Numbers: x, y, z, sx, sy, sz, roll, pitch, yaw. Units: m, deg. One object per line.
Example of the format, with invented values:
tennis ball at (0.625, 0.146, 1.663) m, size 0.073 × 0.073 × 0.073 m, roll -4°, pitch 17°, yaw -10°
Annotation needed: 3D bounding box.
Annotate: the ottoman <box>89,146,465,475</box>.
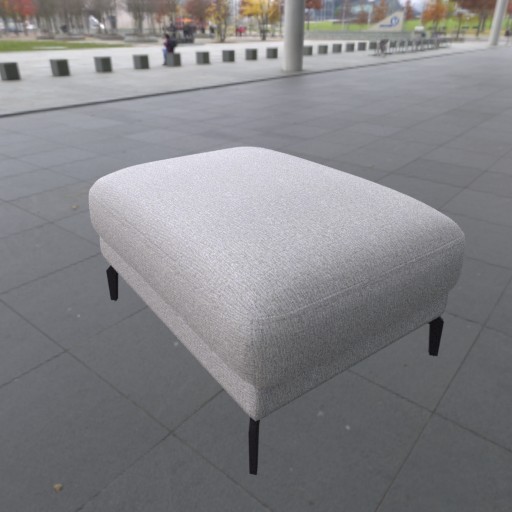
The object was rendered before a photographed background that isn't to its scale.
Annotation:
ottoman at (0.000, 0.000, 1.069) m, size 0.568 × 0.420 × 0.772 m, roll -19°, pitch 33°, yaw -32°
